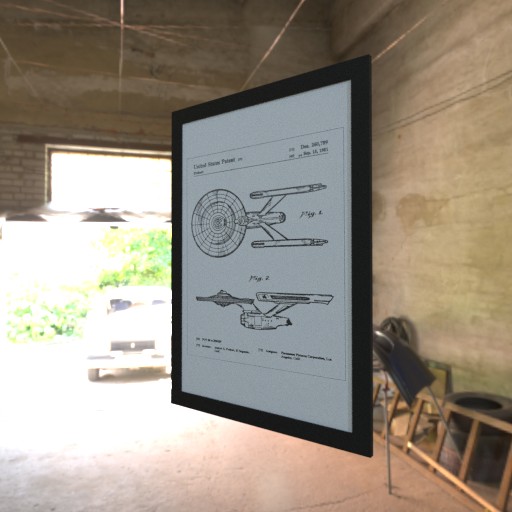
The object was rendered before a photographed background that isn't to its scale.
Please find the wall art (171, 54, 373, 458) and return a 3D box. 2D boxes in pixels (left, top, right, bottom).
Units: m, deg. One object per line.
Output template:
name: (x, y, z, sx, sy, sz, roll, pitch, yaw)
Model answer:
wall art: (0.000, 0.000, 0.697, 0.379, 0.530, 0.008, -1, -1, 37)
